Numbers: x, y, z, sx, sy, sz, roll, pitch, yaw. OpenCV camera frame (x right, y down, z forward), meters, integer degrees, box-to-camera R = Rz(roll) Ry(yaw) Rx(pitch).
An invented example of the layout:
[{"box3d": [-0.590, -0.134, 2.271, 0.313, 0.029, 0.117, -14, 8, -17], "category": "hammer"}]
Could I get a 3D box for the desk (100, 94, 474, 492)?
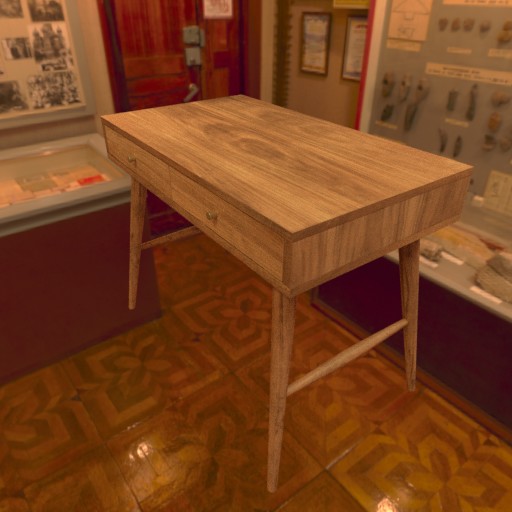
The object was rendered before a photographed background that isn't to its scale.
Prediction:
[{"box3d": [0.000, 0.000, 1.407, 0.588, 0.758, 0.949, -21, 37, -30], "category": "desk"}]
